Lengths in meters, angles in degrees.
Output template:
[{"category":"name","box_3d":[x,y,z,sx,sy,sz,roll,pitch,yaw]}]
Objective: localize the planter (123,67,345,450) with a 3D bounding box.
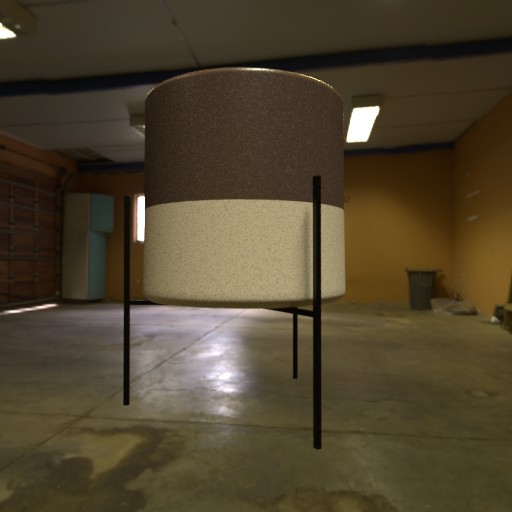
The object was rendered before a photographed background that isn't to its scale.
[{"category":"planter","box_3d":[0.000,0.000,0.521,0.250,0.353,0.260,1,-1,-36]}]
